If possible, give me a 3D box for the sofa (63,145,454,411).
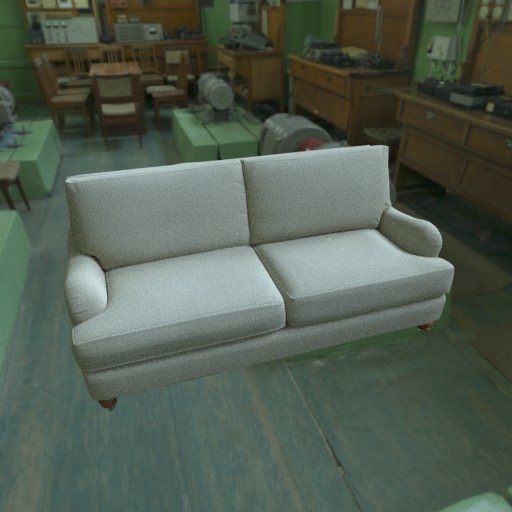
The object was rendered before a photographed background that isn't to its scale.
[{"bbox_3d":[0.000,0.000,2.608,2.070,0.997,1.091,-10,32,-16],"label":"sofa"}]
